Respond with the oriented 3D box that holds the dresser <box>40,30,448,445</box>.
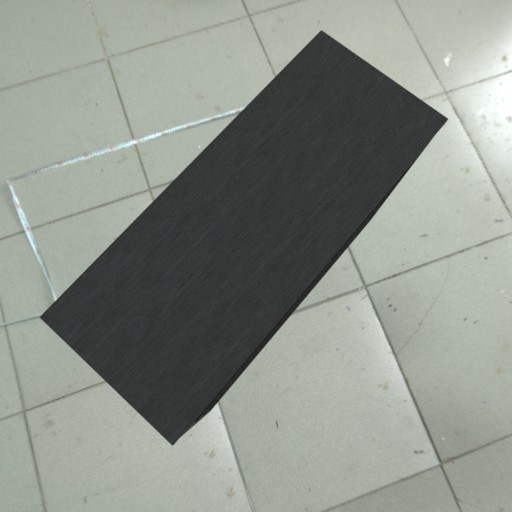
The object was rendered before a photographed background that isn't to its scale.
[{"bbox_3d":[0.000,0.000,1.430,0.404,0.816,0.994,40,79,9],"label":"dresser"}]
